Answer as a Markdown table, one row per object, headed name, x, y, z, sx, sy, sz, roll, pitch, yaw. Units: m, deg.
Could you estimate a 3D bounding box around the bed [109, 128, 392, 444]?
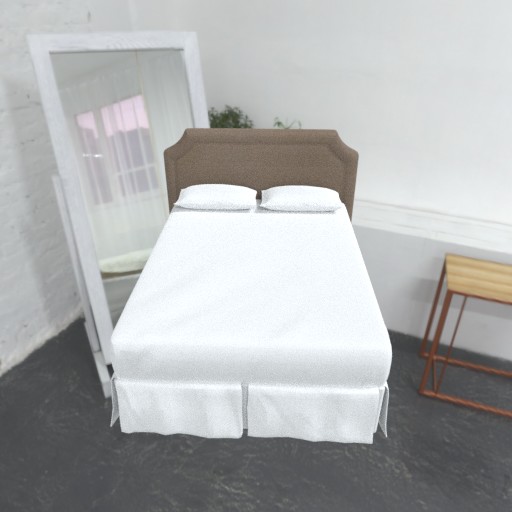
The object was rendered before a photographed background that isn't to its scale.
| name | x | y | z | sx | sy | sz | roll | pitch | yaw |
| --- | --- | --- | --- | --- | --- | --- | --- | --- | --- |
| bed | 0.000 | 0.000 | 3.169 | 1.693 | 1.290 | 2.116 | 1 | 30 | 2 |
